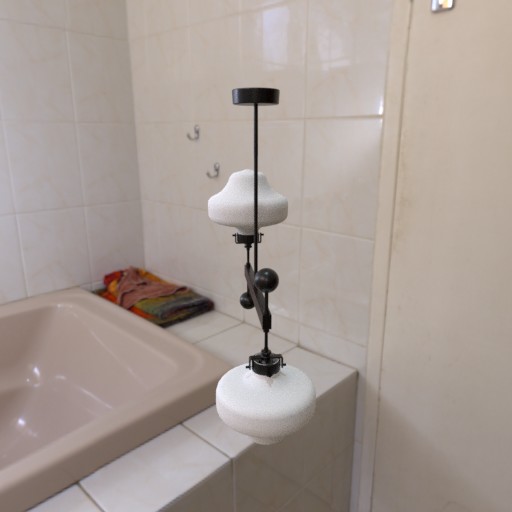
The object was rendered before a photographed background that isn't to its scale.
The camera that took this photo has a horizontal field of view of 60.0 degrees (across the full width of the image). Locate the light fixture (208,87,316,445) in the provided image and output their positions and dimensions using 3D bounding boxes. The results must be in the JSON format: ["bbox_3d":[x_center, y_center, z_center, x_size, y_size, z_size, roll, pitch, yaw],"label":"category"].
[{"bbox_3d":[0.000,0.000,1.054,0.422,0.743,0.489,-15,21,-42],"label":"light fixture"}]
